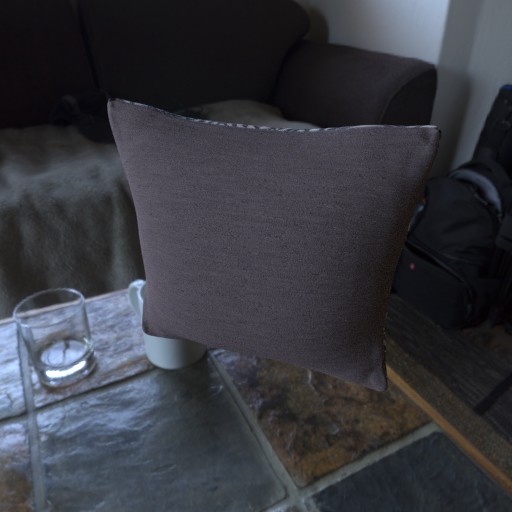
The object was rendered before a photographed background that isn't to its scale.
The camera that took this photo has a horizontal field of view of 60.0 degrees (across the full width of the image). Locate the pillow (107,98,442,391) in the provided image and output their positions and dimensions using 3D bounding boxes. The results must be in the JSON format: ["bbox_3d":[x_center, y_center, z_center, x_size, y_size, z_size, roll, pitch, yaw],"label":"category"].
[{"bbox_3d":[0.000,0.000,0.650,0.436,0.417,0.148,10,33,16],"label":"pillow"}]
